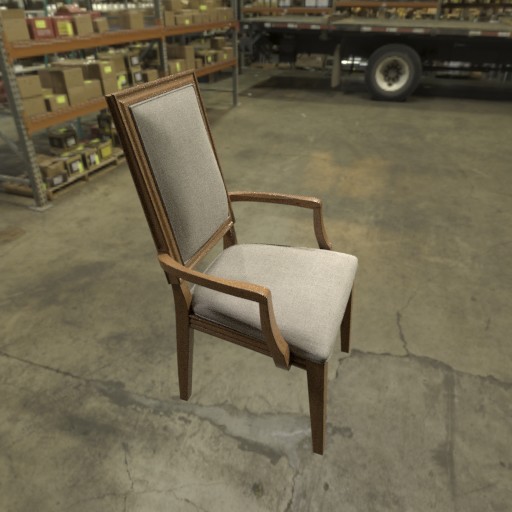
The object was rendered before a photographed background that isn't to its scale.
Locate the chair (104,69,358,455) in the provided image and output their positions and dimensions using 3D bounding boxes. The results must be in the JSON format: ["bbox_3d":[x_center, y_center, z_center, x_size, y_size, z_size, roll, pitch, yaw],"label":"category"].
[{"bbox_3d":[0.000,0.000,1.361,0.602,0.990,0.606,10,32,17],"label":"chair"}]
